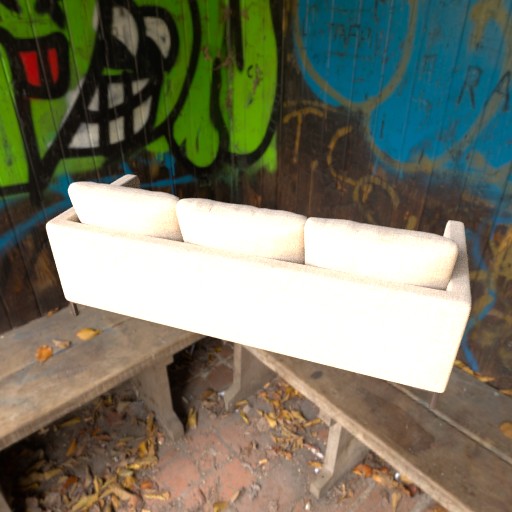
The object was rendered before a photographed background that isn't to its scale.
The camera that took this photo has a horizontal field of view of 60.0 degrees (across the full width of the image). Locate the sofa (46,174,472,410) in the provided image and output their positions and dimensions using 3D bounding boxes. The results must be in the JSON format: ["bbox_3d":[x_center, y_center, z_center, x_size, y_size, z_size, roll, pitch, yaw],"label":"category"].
[{"bbox_3d":[0.000,0.000,2.612,2.218,0.874,0.859,11,33,17],"label":"sofa"}]
